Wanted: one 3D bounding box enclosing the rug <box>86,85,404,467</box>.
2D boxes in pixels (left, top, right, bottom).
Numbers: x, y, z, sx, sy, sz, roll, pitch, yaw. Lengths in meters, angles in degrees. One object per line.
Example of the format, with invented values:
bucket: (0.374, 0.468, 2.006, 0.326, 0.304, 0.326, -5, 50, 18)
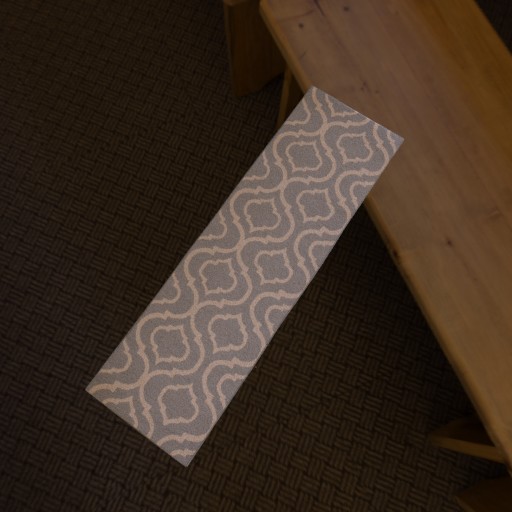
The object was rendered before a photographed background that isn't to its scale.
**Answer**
rug: (0.000, 0.000, 2.570, 0.684, 0.009, 2.275, 34, 78, 8)
